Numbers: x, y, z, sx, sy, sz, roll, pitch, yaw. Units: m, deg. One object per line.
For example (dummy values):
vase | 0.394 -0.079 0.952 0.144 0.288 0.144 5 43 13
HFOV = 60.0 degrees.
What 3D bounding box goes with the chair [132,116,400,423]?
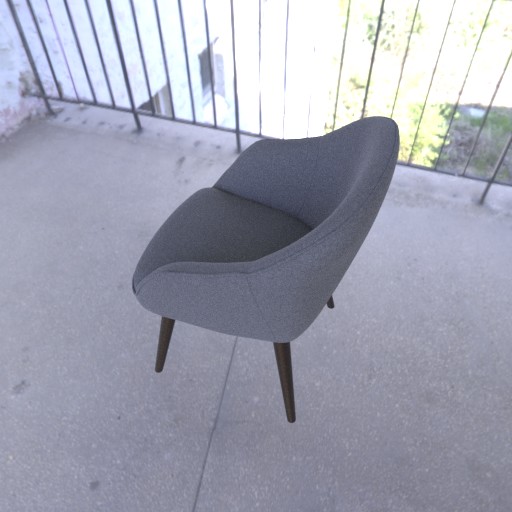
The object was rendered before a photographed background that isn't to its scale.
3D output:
chair | 0.000 0.000 1.248 0.611 0.810 0.589 16 48 15
